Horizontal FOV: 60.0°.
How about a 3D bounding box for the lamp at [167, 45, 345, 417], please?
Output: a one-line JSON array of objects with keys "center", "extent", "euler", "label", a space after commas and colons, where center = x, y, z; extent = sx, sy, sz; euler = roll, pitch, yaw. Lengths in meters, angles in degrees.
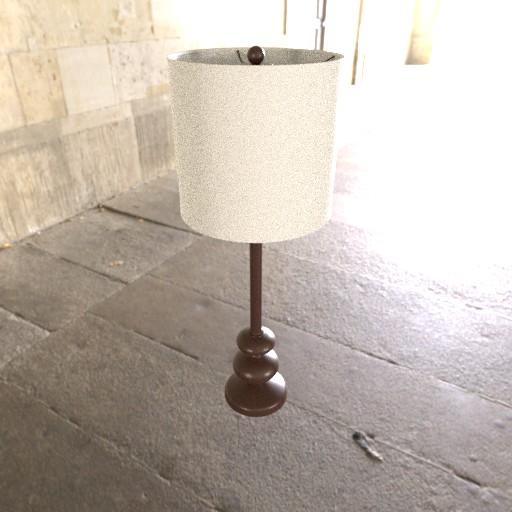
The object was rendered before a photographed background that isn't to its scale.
[{"center": [0.000, 0.000, 0.802], "extent": [0.254, 0.690, 0.254], "euler": [-7, 31, -13], "label": "lamp"}]
